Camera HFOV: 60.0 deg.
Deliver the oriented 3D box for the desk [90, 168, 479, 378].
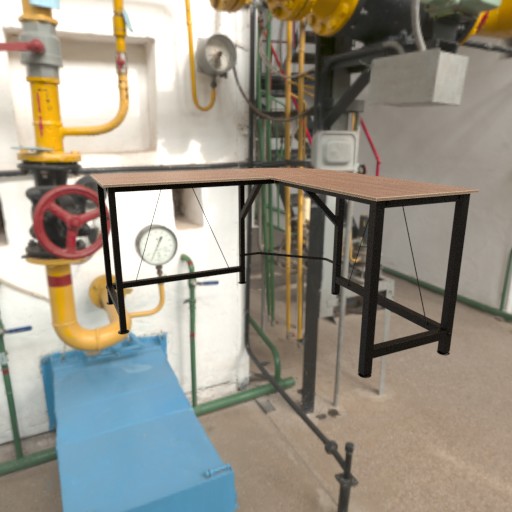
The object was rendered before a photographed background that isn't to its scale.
[{"bbox_3d":[0.000,0.000,2.275,1.400,0.762,1.400,-7,17,-24],"label":"desk"}]
